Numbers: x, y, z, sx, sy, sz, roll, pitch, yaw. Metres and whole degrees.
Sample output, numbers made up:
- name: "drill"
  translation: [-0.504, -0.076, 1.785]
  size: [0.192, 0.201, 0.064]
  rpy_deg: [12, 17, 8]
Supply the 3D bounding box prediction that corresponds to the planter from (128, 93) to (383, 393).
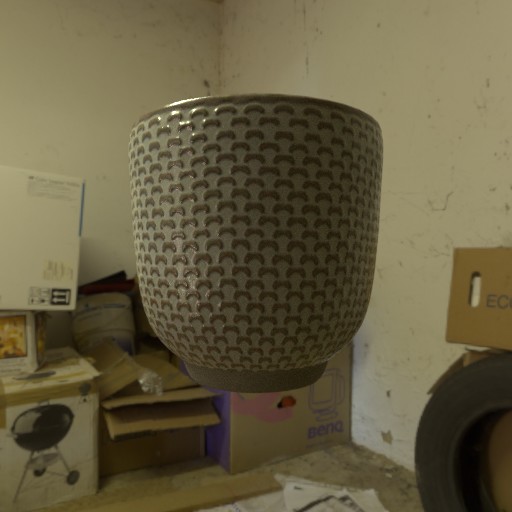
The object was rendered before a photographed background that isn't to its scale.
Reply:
- name: "planter"
  translation: [0.000, 0.000, 0.355]
  size: [0.197, 0.191, 0.197]
  rpy_deg: [0, -1, 0]
